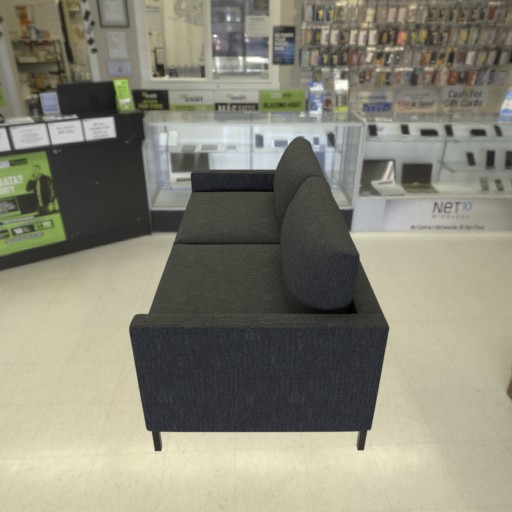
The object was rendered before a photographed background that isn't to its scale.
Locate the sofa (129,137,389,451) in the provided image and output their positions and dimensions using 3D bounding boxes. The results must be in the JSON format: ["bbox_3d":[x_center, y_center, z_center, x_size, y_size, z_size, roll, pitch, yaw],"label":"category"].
[{"bbox_3d":[0.000,0.000,2.252,0.866,0.862,1.716,0,28,0],"label":"sofa"}]
